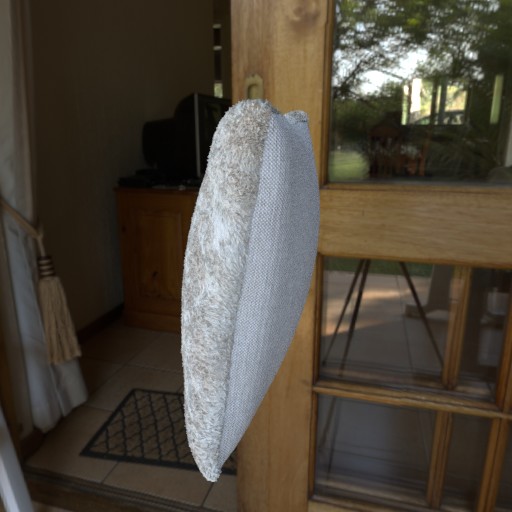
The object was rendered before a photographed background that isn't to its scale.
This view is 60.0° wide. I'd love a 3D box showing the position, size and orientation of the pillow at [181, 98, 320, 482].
[{"bbox_3d":[0.000,0.000,0.787,0.218,0.515,0.529,3,16,10],"label":"pillow"}]
